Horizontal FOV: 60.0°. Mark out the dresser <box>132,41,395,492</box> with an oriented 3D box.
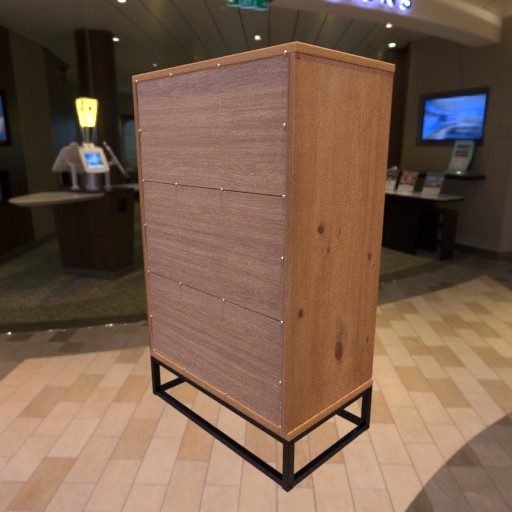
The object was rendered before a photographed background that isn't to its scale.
[{"bbox_3d":[0.000,0.000,1.594,0.479,1.240,0.761,-13,19,-42],"label":"dresser"}]
